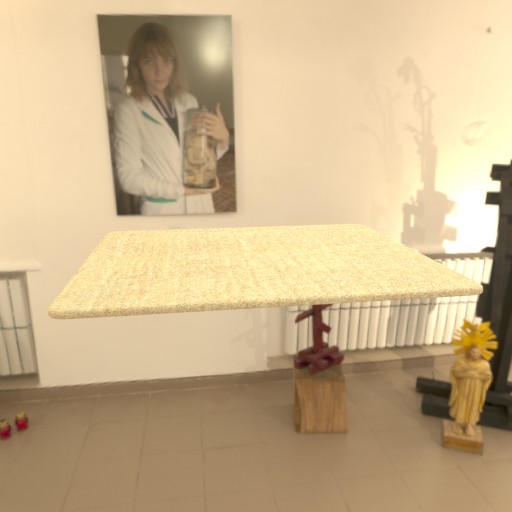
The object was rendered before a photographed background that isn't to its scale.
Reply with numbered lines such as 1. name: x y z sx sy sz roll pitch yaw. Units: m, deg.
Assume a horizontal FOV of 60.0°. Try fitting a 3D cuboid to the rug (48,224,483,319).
1. rug: 0.000 0.000 3.421 2.528 0.048 2.009 -2 16 -8
